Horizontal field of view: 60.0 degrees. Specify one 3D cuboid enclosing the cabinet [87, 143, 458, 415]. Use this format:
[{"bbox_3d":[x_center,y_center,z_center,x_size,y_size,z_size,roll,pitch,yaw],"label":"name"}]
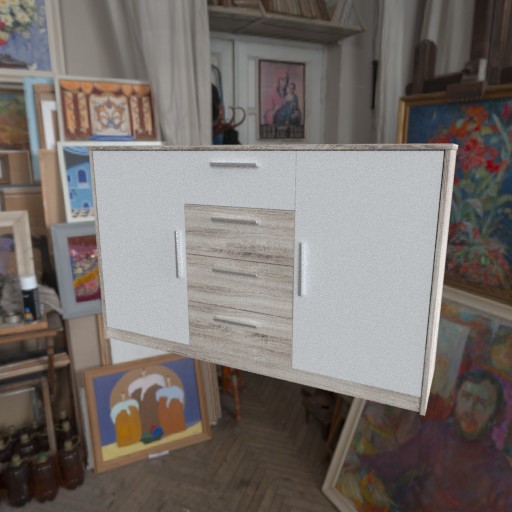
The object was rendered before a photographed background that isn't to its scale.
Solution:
[{"bbox_3d":[0.000,0.000,1.860,1.450,0.900,0.380,6,15,25],"label":"cabinet"}]
